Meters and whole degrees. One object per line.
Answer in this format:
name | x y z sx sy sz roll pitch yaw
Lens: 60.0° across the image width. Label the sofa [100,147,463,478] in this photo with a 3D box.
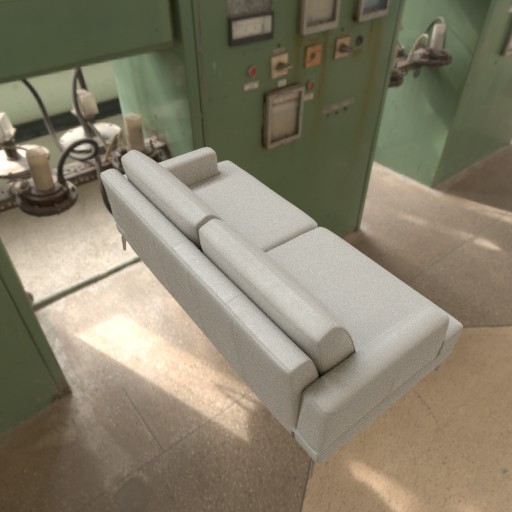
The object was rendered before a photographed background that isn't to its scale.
sofa | 0.000 0.000 2.386 0.974 0.765 1.940 -27 48 -27
